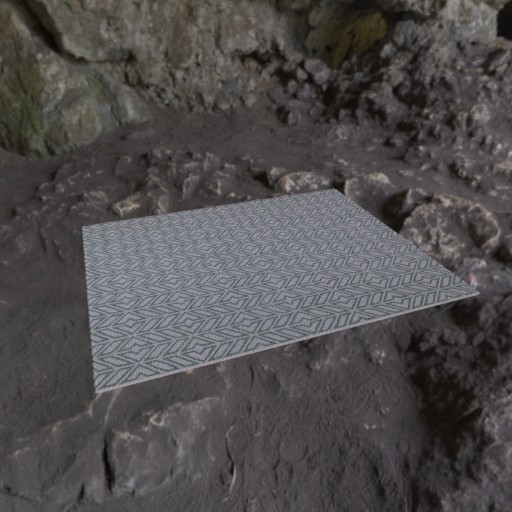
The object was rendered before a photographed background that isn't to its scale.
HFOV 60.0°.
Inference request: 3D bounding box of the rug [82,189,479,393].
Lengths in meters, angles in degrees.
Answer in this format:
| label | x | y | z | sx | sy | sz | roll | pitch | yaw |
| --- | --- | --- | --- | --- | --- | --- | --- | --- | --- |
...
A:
| label | x | y | z | sx | sy | sz | roll | pitch | yaw |
| --- | --- | --- | --- | --- | --- | --- | --- | --- | --- |
| rug | 0.000 | 0.000 | 4.186 | 3.050 | 0.017 | 2.441 | -11 | 32 | -18 |
